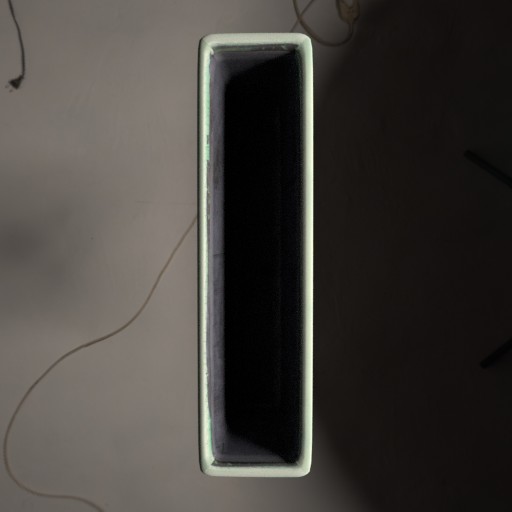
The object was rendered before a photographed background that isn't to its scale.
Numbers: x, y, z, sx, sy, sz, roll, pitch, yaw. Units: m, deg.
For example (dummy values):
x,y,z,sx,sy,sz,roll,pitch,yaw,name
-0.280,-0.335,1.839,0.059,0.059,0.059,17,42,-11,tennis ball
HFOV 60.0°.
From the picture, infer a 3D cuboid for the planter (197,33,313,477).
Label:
x,y,z,sx,sy,sz,roll,pitch,yaw,name
0.000,0.000,0.308,0.072,0.072,0.275,0,91,1,planter
